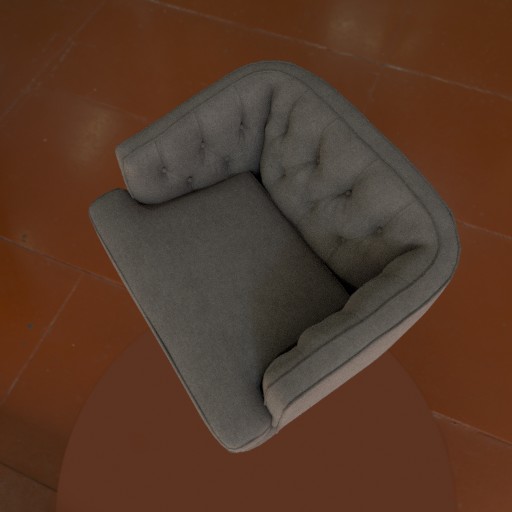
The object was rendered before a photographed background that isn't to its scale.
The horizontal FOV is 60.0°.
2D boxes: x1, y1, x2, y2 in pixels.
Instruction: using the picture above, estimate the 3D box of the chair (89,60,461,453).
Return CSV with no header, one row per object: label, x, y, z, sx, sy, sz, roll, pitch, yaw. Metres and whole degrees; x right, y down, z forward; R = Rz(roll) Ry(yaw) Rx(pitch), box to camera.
chair,0.000,0.000,1.688,0.941,0.852,1.104,-31,67,-14
